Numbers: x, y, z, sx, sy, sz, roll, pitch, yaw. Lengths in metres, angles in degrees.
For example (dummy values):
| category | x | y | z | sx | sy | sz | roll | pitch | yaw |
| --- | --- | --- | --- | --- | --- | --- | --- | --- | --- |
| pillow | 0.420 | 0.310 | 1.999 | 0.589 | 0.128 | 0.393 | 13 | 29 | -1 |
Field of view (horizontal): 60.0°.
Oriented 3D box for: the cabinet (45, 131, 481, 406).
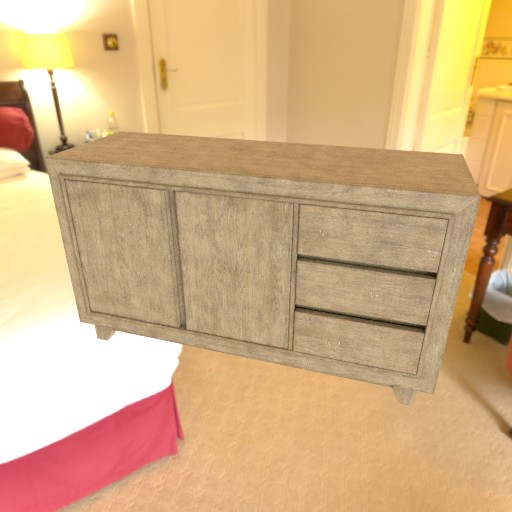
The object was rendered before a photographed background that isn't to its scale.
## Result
| category | x | y | z | sx | sy | sz | roll | pitch | yaw |
| --- | --- | --- | --- | --- | --- | --- | --- | --- | --- |
| cabinet | 0.000 | 0.000 | 1.818 | 1.460 | 0.825 | 0.511 | 8 | 28 | 15 |
